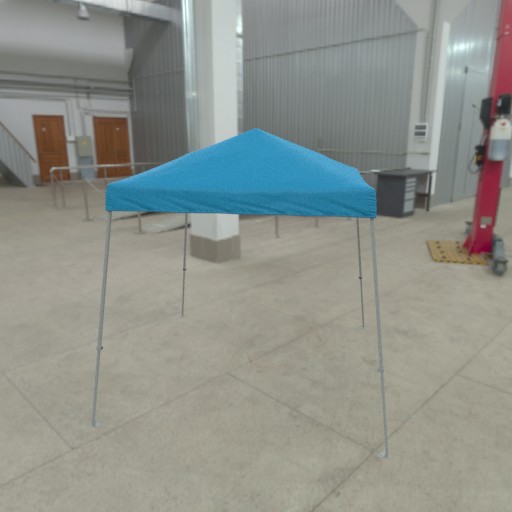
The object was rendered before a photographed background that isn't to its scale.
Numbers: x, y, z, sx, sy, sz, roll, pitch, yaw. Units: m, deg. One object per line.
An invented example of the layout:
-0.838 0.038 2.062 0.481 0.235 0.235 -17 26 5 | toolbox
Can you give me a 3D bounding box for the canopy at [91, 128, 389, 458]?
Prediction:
0.000 0.000 5.143 2.849 2.850 2.850 2 15 9 | canopy
